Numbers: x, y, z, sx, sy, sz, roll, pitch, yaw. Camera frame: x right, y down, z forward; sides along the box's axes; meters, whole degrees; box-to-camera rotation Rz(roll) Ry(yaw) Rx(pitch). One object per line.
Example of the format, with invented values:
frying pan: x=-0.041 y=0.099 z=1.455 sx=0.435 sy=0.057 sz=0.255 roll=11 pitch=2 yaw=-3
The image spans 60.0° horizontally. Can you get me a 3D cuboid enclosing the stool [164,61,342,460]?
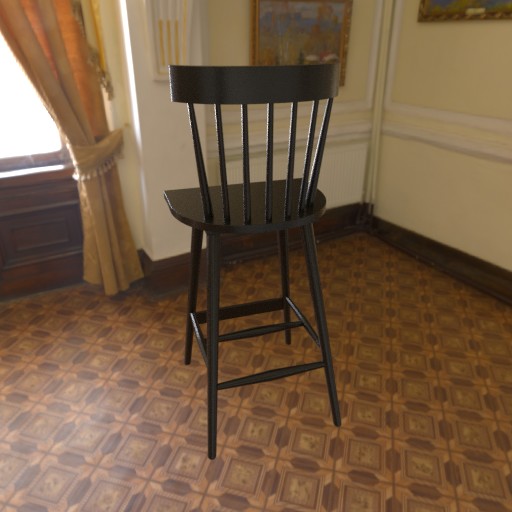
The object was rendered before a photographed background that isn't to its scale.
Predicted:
stool: x=0.000 y=0.000 z=1.366 sx=0.482 sy=1.092 sz=0.483 roll=-8 pitch=28 yaw=-15
